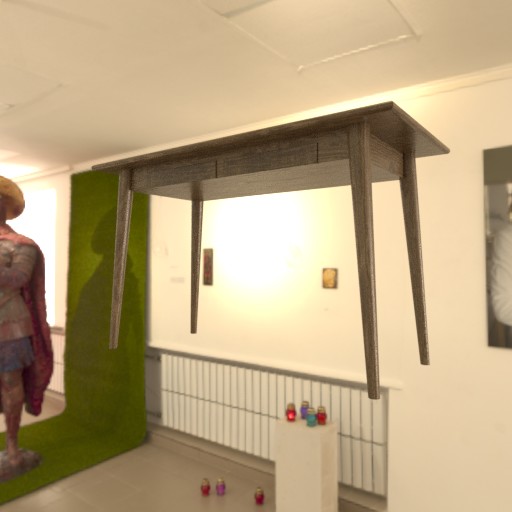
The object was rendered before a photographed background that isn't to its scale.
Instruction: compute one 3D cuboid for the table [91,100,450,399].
[{"bbox_3d":[0.000,0.000,1.740,1.300,0.780,0.599,0,-1,36],"label":"table"}]
